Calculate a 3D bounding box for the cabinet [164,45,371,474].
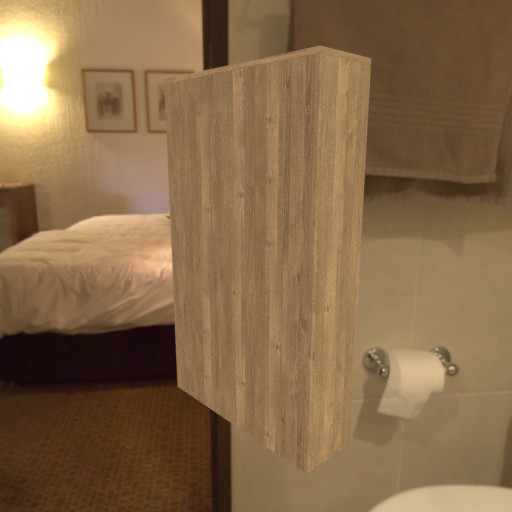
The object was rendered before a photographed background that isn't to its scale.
[{"bbox_3d":[0.000,0.000,1.635,0.250,1.280,0.750,-12,18,-42],"label":"cabinet"}]
